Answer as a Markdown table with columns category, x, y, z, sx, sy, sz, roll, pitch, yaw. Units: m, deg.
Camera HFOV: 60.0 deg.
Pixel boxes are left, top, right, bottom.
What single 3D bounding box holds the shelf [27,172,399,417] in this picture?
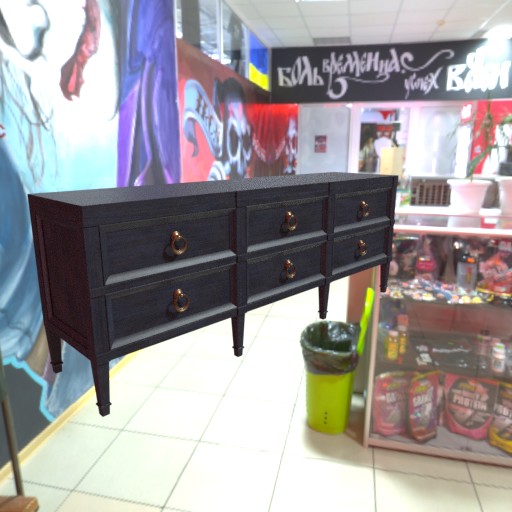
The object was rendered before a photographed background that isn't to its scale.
| category | x | y | z | sx | sy | sz | roll | pitch | yaw |
| --- | --- | --- | --- | --- | --- | --- | --- | --- | --- |
| shelf | 0.000 | 0.000 | 2.181 | 1.878 | 0.715 | 0.471 | -14 | 19 | -43 |
